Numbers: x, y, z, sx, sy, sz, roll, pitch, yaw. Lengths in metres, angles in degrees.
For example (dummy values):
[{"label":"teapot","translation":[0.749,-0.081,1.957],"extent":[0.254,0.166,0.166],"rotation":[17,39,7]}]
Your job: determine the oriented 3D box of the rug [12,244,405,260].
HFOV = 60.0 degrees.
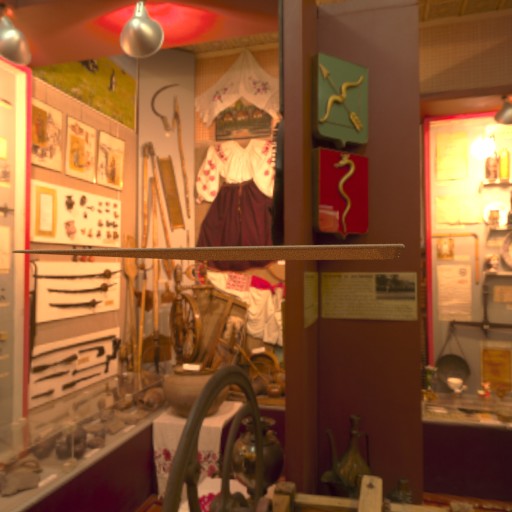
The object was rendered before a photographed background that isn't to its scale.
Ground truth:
[{"label":"rug","translation":[0.000,0.000,3.928],"extent":[2.430,0.018,2.976],"rotation":[0,-2,17]}]
